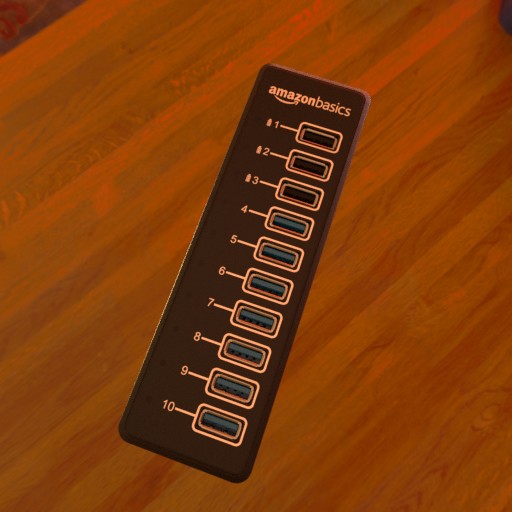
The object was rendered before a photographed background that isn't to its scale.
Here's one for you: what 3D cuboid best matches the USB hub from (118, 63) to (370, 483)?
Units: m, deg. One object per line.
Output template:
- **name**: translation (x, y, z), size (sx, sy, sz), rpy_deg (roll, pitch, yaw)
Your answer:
- **USB hub**: translation (0.000, 0.000, 0.164), size (0.044, 0.023, 0.145), rpy_deg (19, 77, 5)
